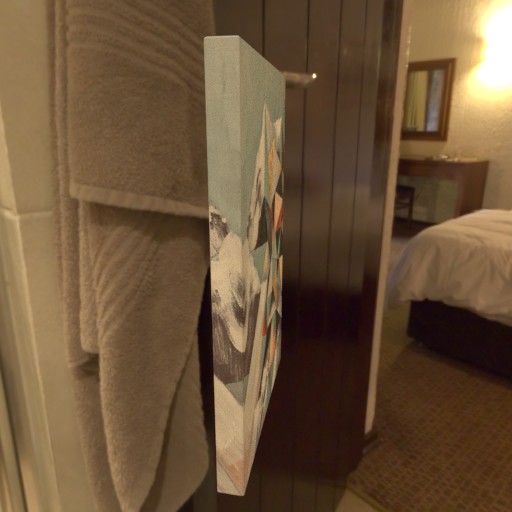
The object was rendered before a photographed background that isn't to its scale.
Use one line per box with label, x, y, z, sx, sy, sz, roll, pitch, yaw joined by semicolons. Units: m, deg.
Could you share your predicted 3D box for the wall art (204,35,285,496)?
wall art;0.000;0.000;1.126;0.061;0.911;0.609;3;17;10
